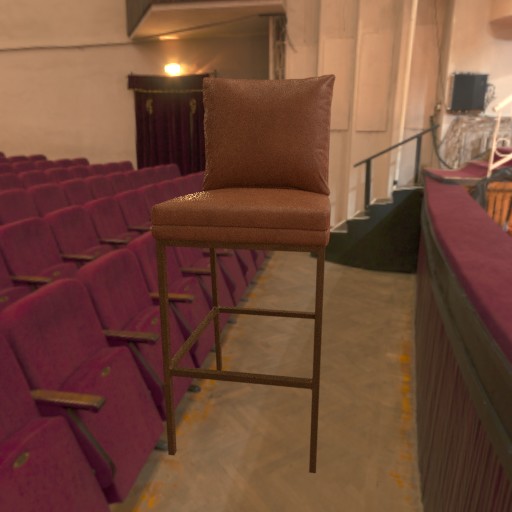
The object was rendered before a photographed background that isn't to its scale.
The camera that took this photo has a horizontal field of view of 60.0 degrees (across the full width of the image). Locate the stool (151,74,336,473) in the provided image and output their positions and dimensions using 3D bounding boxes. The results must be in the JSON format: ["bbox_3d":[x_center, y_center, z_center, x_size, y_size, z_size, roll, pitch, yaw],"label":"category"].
[{"bbox_3d":[0.000,0.000,1.419,0.463,1.124,0.571,3,15,10],"label":"stool"}]
